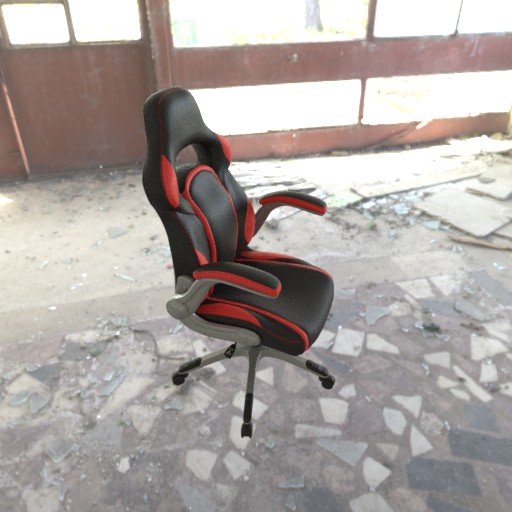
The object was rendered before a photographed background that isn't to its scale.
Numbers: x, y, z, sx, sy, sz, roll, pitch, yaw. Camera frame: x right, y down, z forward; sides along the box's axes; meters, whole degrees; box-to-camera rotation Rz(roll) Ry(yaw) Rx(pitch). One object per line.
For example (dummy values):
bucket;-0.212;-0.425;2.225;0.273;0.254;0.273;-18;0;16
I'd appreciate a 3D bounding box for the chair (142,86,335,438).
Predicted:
chair;0.000;0.000;1.679;0.712;1.165;0.758;12;35;18
